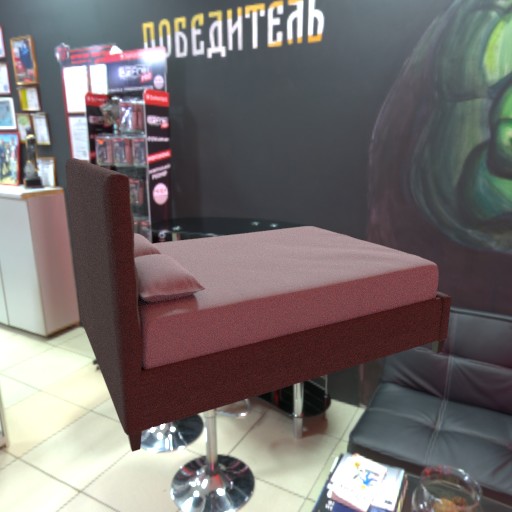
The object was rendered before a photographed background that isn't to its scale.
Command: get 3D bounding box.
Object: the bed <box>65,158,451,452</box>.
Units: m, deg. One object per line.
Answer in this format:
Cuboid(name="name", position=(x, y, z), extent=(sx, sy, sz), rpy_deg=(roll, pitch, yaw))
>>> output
Cuboid(name="bed", position=(0.000, 0.000, 3.343), extent=(2.387, 1.427, 1.698), rpy_deg=(-8, 17, -27))
